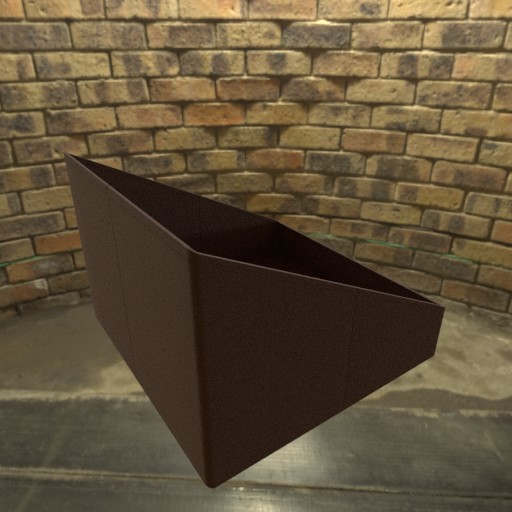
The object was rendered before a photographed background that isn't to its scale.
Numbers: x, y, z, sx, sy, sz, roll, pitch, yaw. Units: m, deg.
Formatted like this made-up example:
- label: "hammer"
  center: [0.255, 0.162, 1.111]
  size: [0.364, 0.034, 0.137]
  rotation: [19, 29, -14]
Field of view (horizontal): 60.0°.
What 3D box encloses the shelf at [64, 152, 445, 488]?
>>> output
- label: "shelf"
  center: [0.000, 0.000, 0.479]
  size: [0.292, 0.210, 0.292]
  rotation: [-17, 32, -31]
